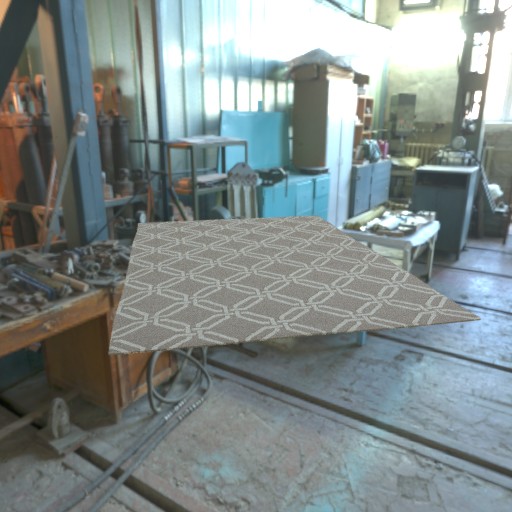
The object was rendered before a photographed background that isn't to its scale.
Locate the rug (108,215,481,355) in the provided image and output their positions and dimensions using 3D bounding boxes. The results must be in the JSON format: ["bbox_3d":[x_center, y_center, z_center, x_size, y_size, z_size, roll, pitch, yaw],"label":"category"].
[{"bbox_3d":[0.000,0.000,2.716,1.524,0.013,2.135,-3,18,-11],"label":"rug"}]
